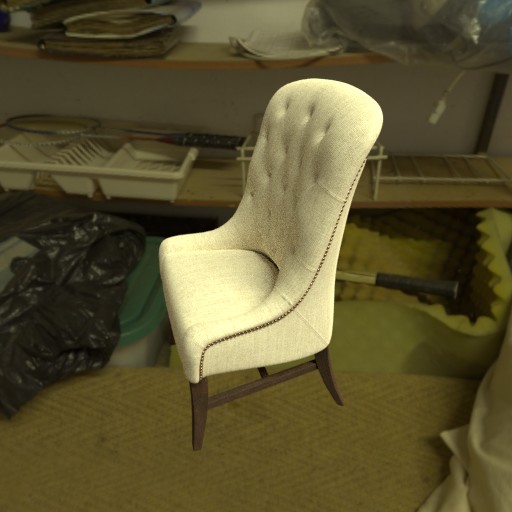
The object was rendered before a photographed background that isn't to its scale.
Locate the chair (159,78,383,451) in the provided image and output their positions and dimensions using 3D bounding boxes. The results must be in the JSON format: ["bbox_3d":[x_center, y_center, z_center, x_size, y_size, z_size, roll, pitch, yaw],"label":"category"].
[{"bbox_3d":[0.000,0.000,1.524,0.629,1.091,0.634,-9,32,-15],"label":"chair"}]
